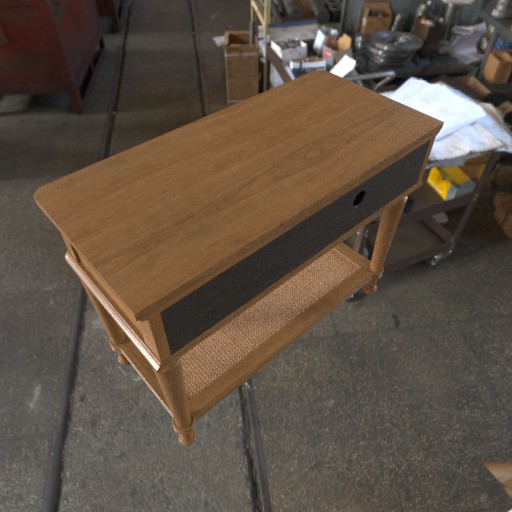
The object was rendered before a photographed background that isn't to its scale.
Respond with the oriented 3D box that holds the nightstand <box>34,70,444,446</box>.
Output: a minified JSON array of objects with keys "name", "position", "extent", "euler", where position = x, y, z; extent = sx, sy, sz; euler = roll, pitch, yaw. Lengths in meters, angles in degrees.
[{"name":"nightstand","position":[0.000,0.000,1.296],"extent":[0.914,0.700,0.432],"euler":[-33,55,-27]}]
